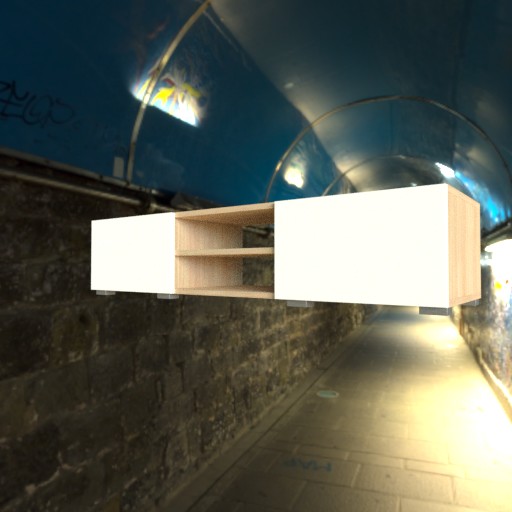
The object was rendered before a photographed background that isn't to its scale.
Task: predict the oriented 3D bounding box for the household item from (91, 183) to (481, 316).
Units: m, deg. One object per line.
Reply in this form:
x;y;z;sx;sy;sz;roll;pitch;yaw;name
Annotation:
0.000;0.000;1.605;1.400;0.310;0.420;-1;-2;36;household item
